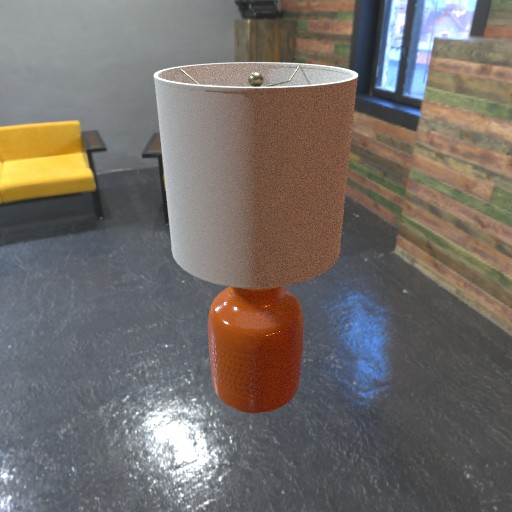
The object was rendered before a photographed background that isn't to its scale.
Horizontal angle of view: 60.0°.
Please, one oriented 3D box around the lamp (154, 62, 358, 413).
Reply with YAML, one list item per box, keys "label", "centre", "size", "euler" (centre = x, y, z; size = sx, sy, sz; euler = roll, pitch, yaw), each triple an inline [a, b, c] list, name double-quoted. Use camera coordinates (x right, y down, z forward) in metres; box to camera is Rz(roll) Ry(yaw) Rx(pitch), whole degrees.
- label: "lamp"
  centre: [0.000, 0.000, 1.132]
  size: [0.418, 0.871, 0.418]
  euler: [-10, 30, -18]
